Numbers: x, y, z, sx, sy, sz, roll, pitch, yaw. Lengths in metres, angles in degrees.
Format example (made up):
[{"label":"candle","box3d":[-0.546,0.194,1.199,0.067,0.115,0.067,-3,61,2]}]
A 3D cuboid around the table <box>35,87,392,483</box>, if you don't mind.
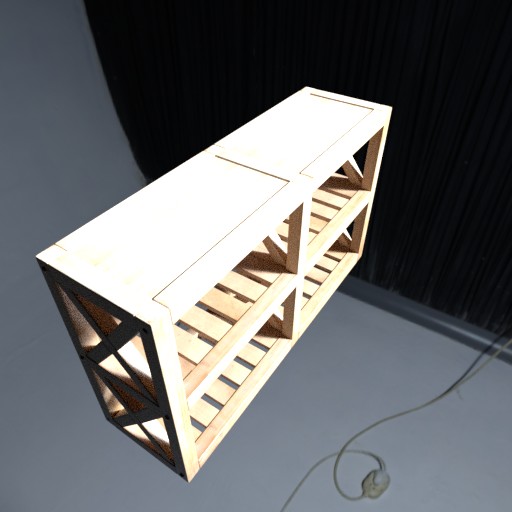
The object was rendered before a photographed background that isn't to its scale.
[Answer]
[{"label":"table","box3d":[0.000,0.000,1.626,0.381,0.762,1.320,24,47,25]}]
